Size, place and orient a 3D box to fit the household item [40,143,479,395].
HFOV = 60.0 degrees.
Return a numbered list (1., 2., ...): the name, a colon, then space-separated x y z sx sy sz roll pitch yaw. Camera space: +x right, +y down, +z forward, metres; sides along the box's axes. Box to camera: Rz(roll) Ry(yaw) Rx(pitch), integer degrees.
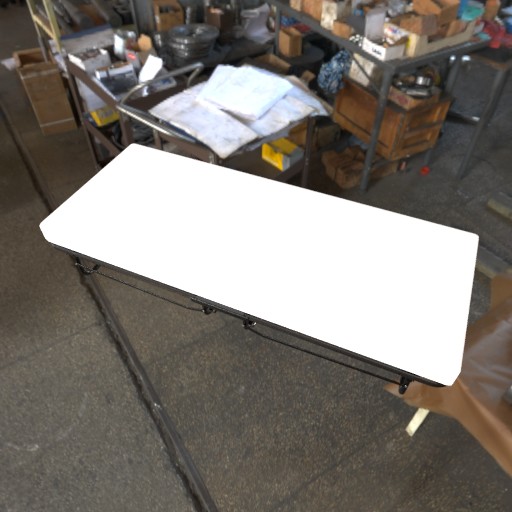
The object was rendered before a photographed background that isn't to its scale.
1. household item: 0.000 0.000 2.129 1.905 0.356 0.787 18 49 16
